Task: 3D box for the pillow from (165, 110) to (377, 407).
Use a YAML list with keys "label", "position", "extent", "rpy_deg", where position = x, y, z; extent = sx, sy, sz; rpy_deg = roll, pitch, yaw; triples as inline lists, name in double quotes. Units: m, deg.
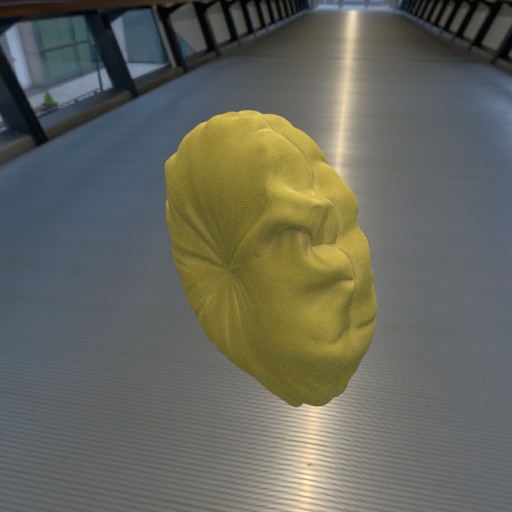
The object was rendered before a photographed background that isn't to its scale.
- label: "pillow"
  position: [0.000, 0.000, 0.652]
  extent: [0.148, 0.407, 0.428]
  rpy_deg: [-20, 37, -29]
